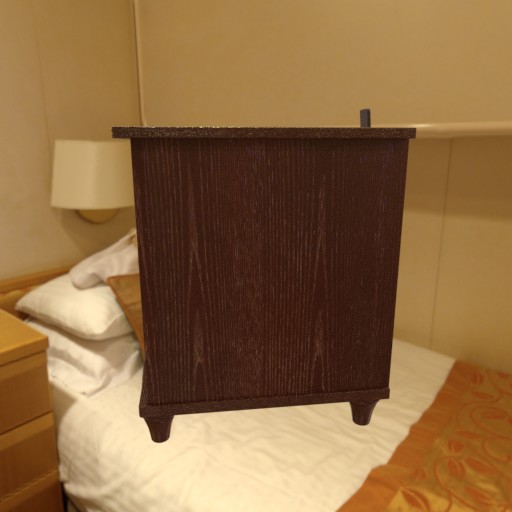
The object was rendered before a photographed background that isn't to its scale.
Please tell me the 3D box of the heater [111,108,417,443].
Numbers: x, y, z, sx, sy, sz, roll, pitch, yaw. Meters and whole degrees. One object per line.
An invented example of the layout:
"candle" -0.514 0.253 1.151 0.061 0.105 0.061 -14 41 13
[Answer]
"heater" 0.000 0.000 0.757 0.400 0.481 0.362 -2 14 -7
